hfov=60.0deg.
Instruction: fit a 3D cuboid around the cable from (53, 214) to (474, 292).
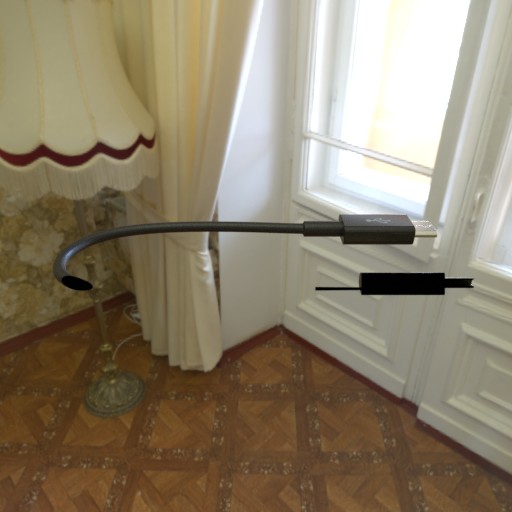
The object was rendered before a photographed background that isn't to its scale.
[{"bbox_3d":[0.000,0.000,0.111,0.098,0.006,0.040,0,30,0],"label":"cable"}]
